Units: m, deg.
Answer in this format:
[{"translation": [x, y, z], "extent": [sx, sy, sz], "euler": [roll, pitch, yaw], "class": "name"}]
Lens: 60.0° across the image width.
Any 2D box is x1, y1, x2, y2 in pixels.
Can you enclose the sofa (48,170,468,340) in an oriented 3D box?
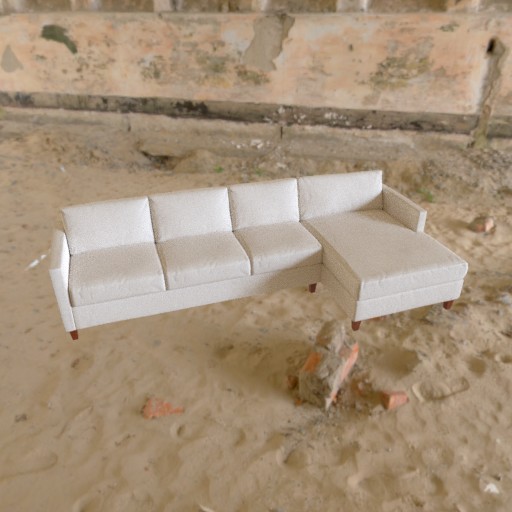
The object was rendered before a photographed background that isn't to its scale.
[{"translation": [0.000, 0.000, 4.103], "extent": [3.471, 0.954, 1.606], "euler": [-10, 32, -16], "class": "sofa"}]
